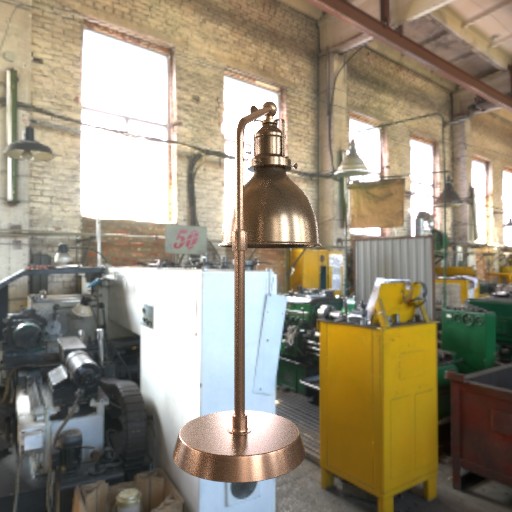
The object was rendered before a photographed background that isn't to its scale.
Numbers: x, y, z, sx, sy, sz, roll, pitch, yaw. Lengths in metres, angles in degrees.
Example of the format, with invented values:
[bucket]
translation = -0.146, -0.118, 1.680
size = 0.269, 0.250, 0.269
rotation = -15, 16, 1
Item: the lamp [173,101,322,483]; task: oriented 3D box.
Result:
[lamp]
translation = 0.000, 0.000, 0.584
size = 0.153, 0.456, 0.286
rotation = 0, -1, 17
